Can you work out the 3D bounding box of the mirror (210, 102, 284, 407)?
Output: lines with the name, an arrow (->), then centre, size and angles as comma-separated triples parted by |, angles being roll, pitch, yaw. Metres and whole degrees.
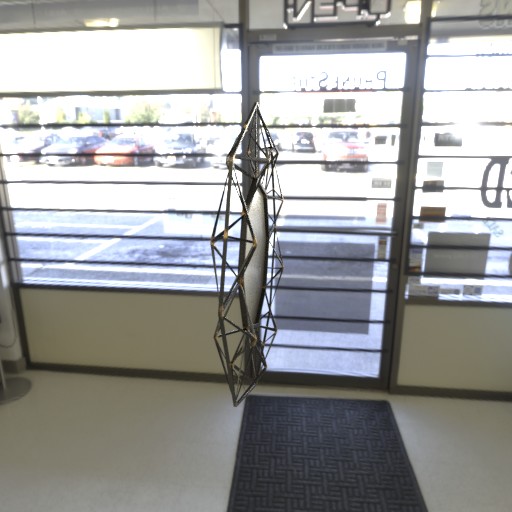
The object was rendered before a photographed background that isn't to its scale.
mirror -> 0.000, 0.000, 1.079 | 0.094, 0.710, 0.710 | 3, 16, 10
